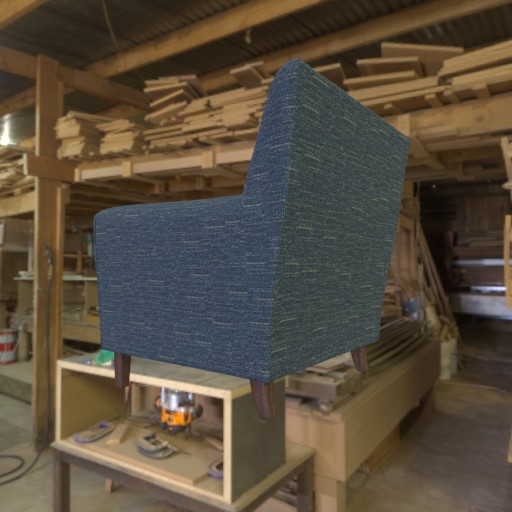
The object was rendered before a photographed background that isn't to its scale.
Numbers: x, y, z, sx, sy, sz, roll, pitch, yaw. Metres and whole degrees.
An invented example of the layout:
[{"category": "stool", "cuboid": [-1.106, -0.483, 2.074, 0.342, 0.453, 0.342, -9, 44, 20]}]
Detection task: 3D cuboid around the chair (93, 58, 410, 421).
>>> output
[{"category": "chair", "cuboid": [0.000, 0.000, 1.632, 0.873, 0.928, 0.864, -1, -1, 36]}]
